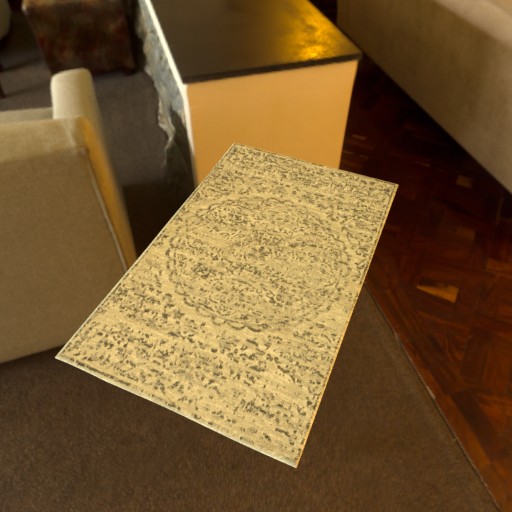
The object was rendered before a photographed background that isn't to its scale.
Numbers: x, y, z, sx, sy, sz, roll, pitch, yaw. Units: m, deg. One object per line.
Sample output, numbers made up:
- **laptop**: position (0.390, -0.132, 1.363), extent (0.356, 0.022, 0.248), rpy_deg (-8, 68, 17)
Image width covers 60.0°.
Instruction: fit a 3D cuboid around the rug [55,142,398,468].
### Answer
- **rug**: position (0.000, 0.000, 3.170), extent (1.527, 0.021, 2.447), rpy_deg (18, 50, 16)
